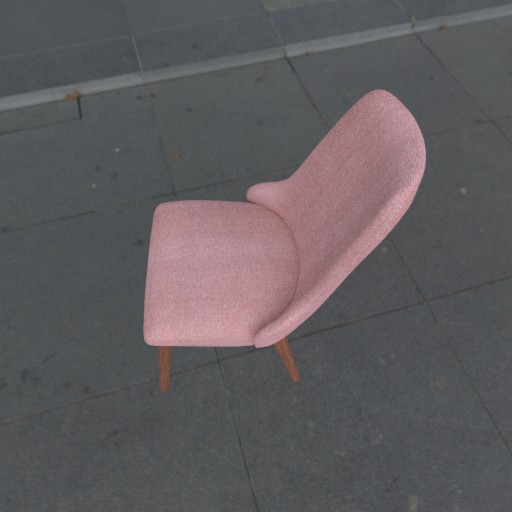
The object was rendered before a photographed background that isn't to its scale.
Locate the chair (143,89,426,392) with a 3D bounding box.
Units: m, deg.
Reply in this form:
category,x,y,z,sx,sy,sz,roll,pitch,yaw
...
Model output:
category,x,y,z,sx,sy,sz,roll,pitch,yaw
chair,0.000,0.000,1.313,0.707,0.918,0.535,-2,58,-1
